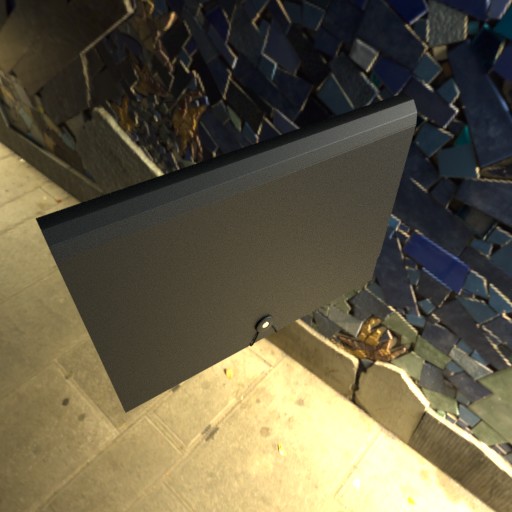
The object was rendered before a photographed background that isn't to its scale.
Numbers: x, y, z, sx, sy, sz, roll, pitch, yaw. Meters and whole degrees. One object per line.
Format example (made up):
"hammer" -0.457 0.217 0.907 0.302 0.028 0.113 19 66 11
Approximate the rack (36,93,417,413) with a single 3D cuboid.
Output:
"rack" 0.000 0.000 0.430 0.330 0.241 0.041 -24 50 -22
